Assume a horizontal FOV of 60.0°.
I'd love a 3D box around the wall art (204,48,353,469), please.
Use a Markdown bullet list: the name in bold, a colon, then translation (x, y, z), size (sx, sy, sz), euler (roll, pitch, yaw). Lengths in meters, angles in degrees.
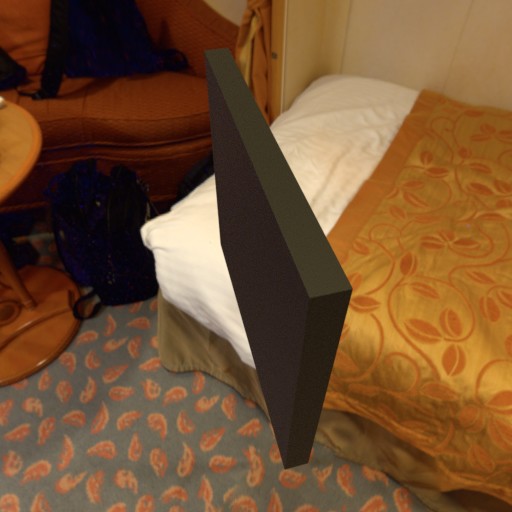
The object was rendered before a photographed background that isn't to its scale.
- **wall art**: translation (0.000, 0.000, 0.525), size (0.029, 0.330, 0.381), euler (-11, 48, -10)
